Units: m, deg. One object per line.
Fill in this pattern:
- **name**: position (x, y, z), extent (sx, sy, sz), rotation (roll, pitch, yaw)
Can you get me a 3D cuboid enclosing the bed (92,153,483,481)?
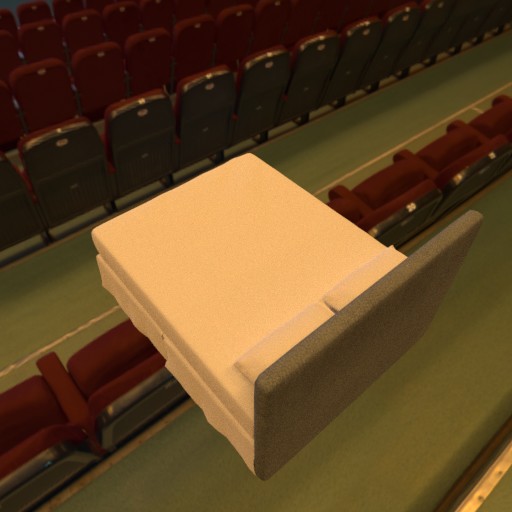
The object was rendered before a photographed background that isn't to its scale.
- **bed**: position (0.000, 0.000, 3.164), extent (1.713, 1.330, 2.142), rotation (-32, 55, -26)
